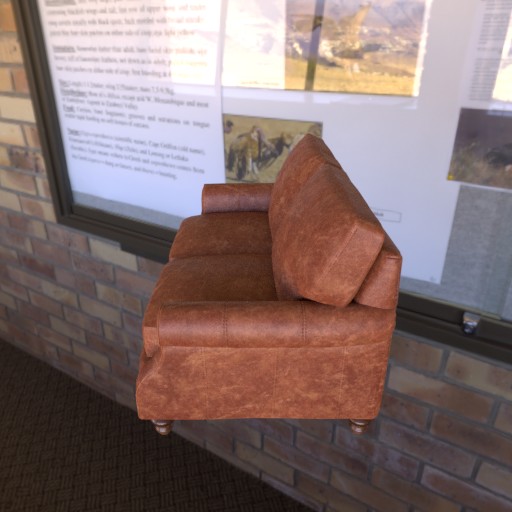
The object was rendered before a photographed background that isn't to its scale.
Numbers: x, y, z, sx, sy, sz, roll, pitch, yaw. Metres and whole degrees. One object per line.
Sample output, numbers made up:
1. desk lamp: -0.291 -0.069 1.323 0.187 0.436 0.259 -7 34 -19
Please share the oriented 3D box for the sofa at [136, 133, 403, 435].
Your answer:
1. sofa: 0.000 0.000 2.237 0.990 0.967 1.616 0 26 0
